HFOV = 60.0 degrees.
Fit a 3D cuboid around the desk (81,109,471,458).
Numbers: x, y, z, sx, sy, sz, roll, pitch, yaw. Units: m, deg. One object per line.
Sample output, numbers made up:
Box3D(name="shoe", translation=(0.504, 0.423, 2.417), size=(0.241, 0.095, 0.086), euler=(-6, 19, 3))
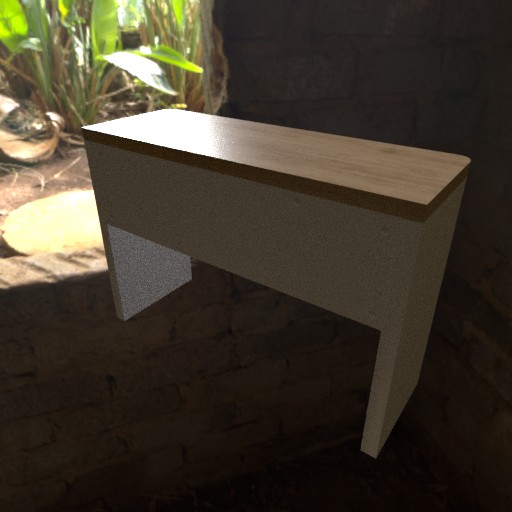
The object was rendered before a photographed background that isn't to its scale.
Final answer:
Box3D(name="desk", translation=(0.000, 0.000, 1.462), size=(1.100, 0.760, 0.390), euler=(19, 34, 31))
